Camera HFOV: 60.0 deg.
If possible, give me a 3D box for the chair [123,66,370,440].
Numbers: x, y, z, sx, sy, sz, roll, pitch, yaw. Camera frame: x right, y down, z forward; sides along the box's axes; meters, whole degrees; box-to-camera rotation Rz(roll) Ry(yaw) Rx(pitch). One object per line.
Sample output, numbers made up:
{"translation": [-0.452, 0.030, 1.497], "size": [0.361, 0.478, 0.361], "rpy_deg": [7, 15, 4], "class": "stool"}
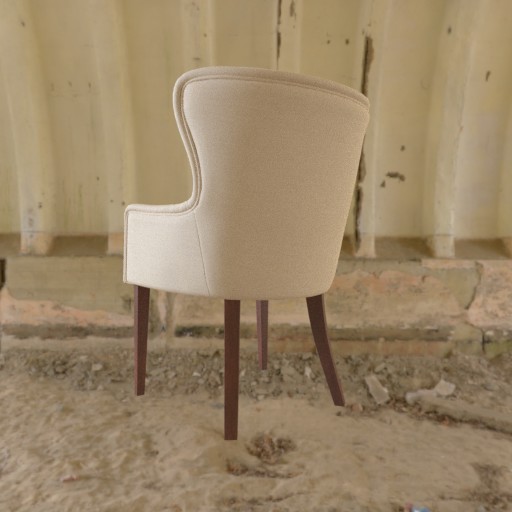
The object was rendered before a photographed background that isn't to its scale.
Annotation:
{"translation": [0.000, 0.000, 1.482], "size": [0.696, 0.990, 0.744], "rpy_deg": [-1, 1, -37], "class": "chair"}
